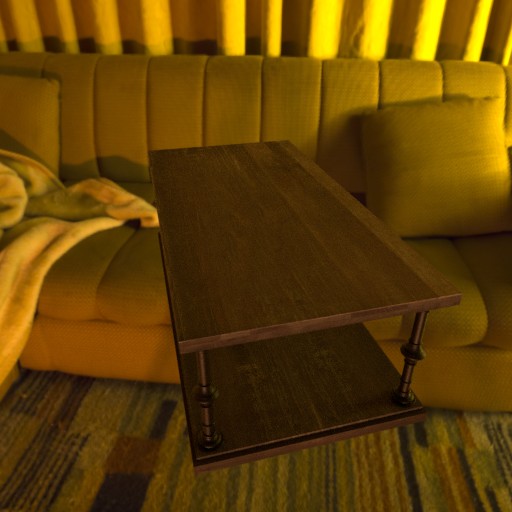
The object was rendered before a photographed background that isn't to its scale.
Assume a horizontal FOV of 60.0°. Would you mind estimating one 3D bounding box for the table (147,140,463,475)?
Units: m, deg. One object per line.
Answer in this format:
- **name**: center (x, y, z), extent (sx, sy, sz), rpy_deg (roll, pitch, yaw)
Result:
- **table**: center (0.000, 0.000, 1.356), extent (0.554, 0.373, 1.088), rpy_deg (-8, 32, -13)
